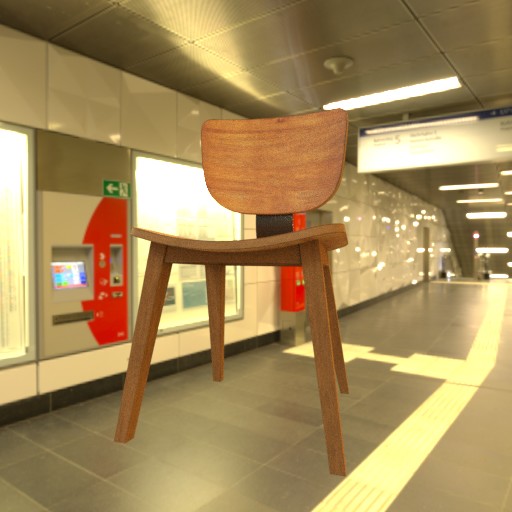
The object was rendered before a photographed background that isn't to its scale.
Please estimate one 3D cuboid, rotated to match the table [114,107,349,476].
[{"bbox_3d":[0.000,0.000,1.121,0.499,0.805,0.500,0,1,17],"label":"table"}]
